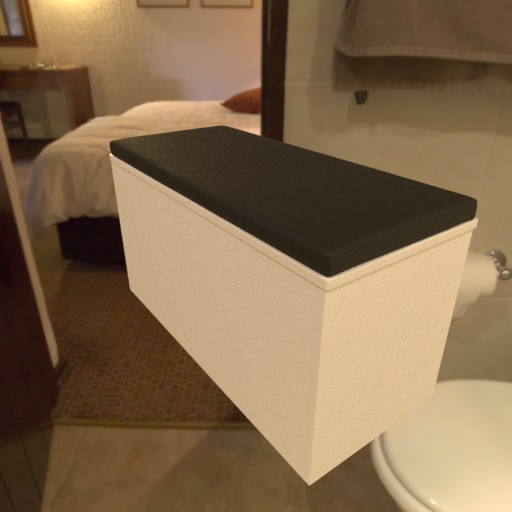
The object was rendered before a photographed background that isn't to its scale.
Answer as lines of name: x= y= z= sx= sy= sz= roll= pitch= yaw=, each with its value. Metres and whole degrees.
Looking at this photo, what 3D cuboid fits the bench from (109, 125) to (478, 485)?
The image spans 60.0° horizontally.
bench: x=0.000 y=0.000 z=1.158 sx=0.401 sy=0.500 sz=0.899 roll=-18 pitch=32 yaw=-32
